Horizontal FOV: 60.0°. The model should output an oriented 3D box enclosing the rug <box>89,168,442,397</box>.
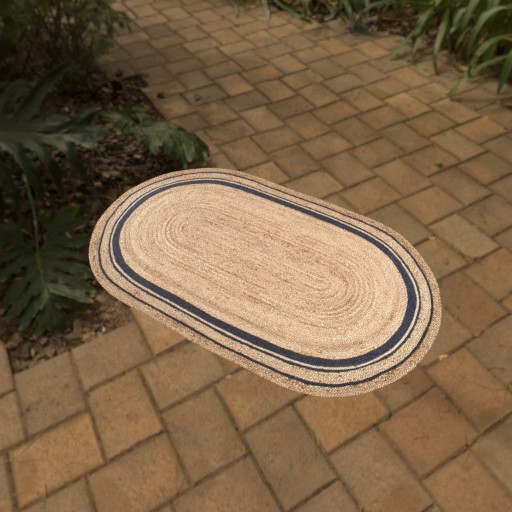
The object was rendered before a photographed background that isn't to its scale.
[{"bbox_3d":[0.000,0.000,2.980,2.432,0.006,1.520,24,51,21],"label":"rug"}]
